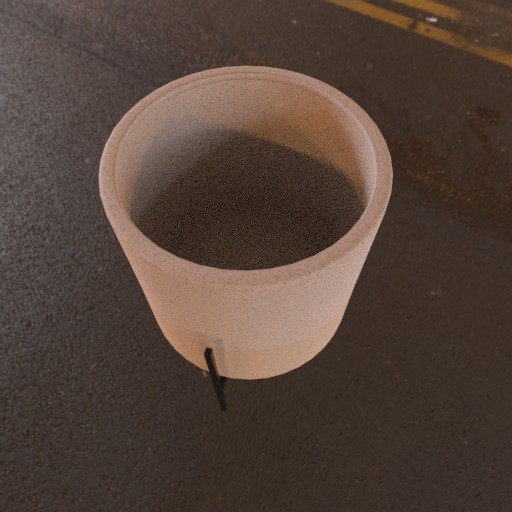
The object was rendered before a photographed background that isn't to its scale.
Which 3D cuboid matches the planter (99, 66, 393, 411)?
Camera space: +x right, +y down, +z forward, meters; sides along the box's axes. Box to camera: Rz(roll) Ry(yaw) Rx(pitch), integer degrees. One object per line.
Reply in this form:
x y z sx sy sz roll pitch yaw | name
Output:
0.000 0.000 0.652 0.335 0.423 0.313 -14 60 -8 | planter
